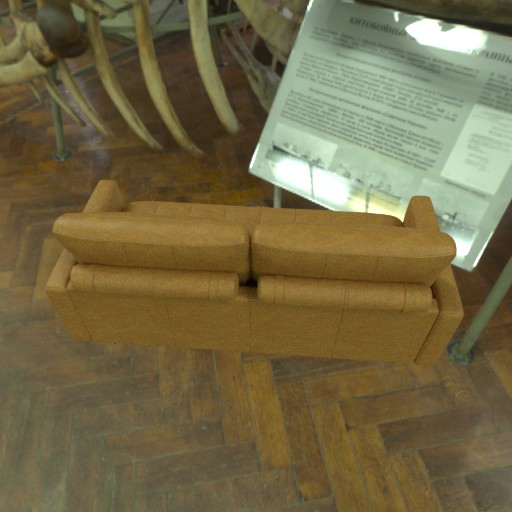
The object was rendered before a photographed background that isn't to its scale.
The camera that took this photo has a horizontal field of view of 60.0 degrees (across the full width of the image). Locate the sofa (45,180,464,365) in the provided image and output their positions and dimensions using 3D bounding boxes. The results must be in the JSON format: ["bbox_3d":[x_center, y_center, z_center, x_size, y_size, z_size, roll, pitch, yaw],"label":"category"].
[{"bbox_3d":[0.000,0.000,2.222,1.821,0.898,0.850,3,47,3],"label":"sofa"}]
